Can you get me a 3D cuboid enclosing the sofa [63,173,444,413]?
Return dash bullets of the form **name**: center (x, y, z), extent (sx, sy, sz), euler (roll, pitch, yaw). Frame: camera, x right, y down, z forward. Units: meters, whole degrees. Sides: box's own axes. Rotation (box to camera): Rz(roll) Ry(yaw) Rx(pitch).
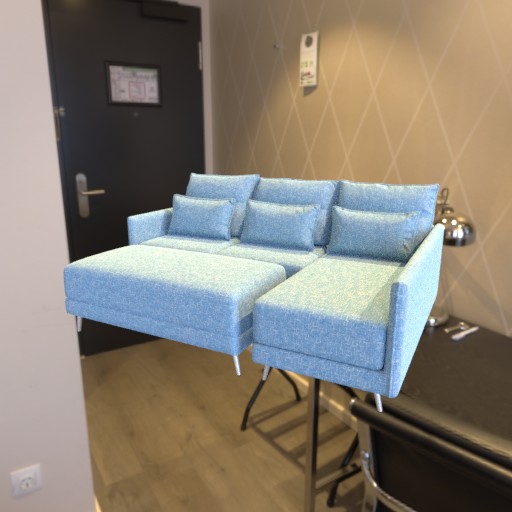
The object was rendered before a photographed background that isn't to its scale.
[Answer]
- **sofa**: center (0.000, 0.000, 2.779), extent (2.034, 0.899, 1.420), euler (8, 16, 27)
